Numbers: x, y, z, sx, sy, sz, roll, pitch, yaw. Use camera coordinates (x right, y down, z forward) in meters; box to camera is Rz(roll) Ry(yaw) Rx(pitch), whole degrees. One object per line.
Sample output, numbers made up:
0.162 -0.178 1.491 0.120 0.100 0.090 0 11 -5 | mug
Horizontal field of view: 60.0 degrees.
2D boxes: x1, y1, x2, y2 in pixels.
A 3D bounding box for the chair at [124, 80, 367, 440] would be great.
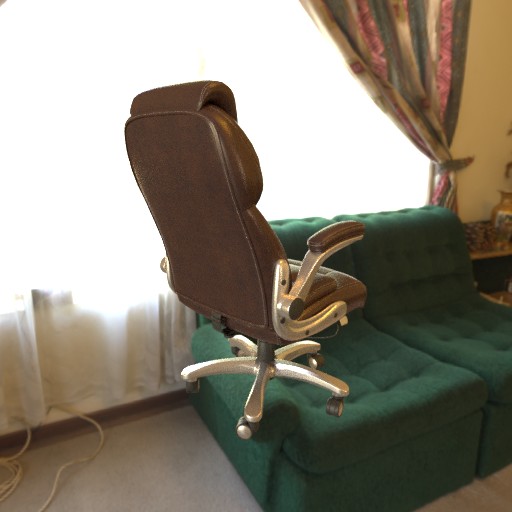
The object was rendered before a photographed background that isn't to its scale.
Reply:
0.000 0.000 1.660 0.774 1.160 0.733 -13 19 -42 | chair
